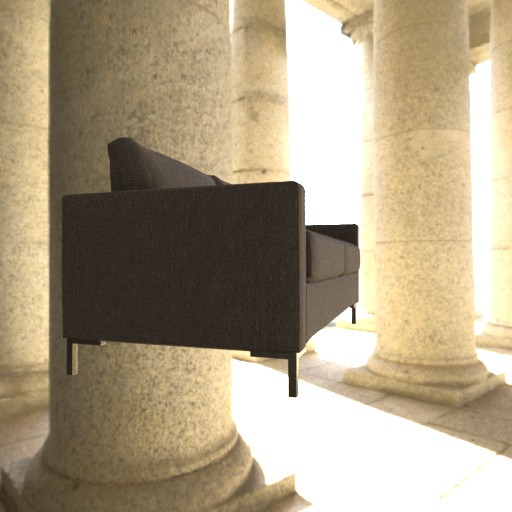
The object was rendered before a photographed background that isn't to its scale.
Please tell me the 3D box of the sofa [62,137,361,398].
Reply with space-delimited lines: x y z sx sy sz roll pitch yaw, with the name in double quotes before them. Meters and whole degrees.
"sofa" 0.000 0.000 2.169 0.875 0.840 1.682 0 -1 19
